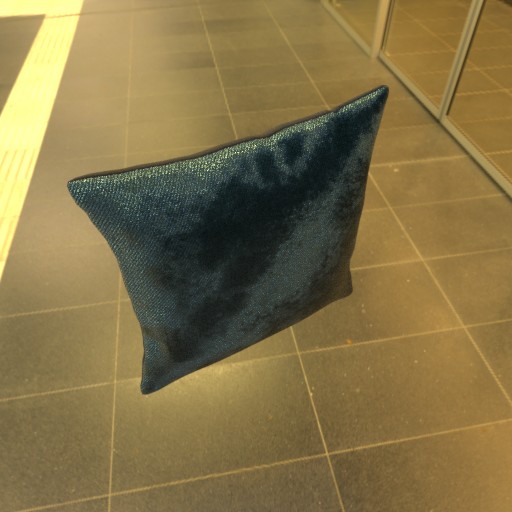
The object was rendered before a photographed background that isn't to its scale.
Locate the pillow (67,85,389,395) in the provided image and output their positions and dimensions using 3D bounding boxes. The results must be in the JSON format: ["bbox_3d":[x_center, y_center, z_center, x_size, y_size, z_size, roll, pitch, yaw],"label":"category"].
[{"bbox_3d":[0.000,0.000,0.659,0.436,0.430,0.138,-22,49,-20],"label":"pillow"}]
